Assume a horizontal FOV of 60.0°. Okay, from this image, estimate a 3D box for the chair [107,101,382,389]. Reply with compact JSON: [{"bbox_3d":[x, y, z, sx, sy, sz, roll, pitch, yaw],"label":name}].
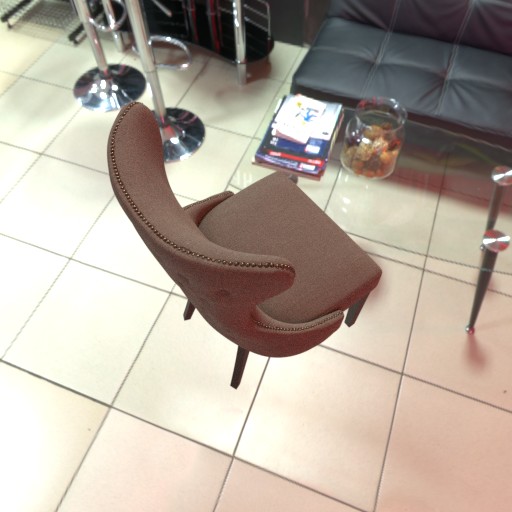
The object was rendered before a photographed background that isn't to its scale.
[{"bbox_3d":[0.000,0.000,1.386,0.635,0.967,0.628,-32,64,-18],"label":"chair"}]
